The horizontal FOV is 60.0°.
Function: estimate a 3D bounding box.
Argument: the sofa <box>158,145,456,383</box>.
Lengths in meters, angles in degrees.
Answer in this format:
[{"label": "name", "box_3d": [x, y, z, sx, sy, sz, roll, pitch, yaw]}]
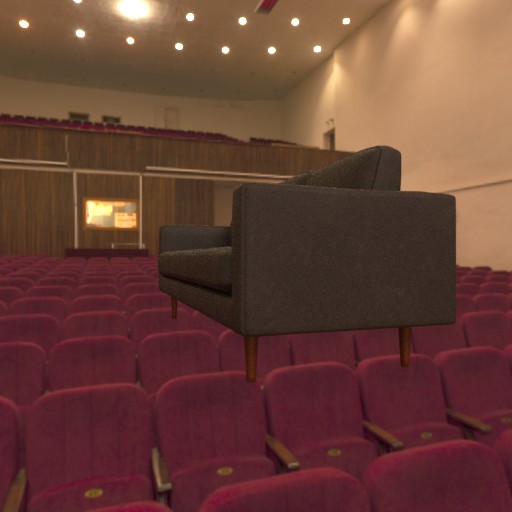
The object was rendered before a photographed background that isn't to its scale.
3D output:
[{"label": "sofa", "box_3d": [0.000, 0.000, 2.467, 0.879, 0.899, 2.029, 0, 0, -19]}]
